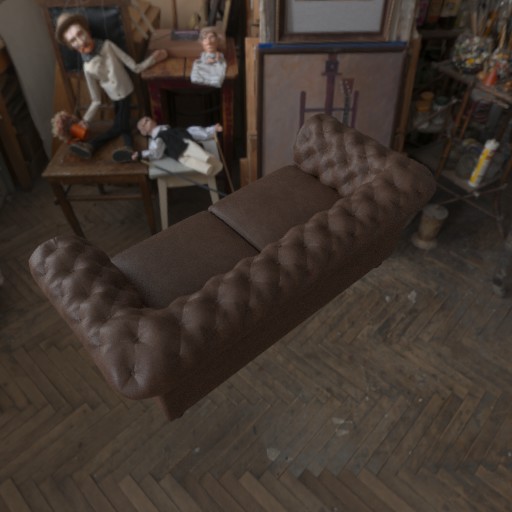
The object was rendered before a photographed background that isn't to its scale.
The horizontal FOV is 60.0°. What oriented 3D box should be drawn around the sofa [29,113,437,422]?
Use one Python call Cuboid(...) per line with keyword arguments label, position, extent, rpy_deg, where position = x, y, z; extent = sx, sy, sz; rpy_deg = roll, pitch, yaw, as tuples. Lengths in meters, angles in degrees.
Cuboid(label="sofa", position=(0.000, 0.000, 2.486), extent=(2.048, 0.784, 0.955), rpy_deg=(-32, 54, -27))
